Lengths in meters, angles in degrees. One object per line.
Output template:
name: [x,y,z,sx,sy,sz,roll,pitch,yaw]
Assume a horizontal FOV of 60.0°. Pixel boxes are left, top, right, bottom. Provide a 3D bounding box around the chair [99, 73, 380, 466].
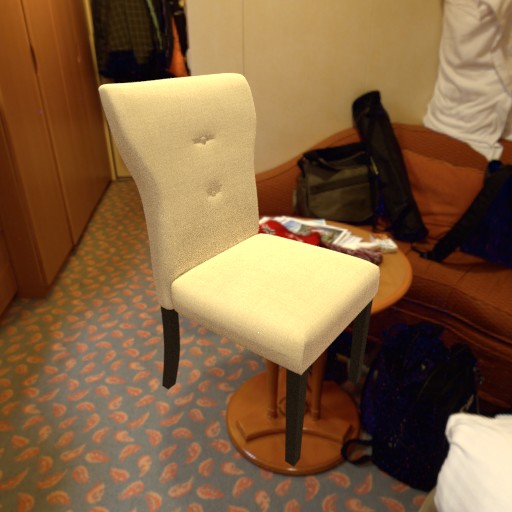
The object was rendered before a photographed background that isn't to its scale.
chair: [0.000,0.000,1.260,0.597,0.921,0.509,18,32,32]
